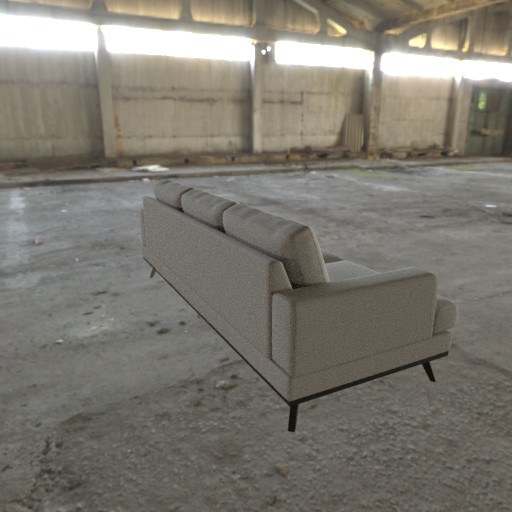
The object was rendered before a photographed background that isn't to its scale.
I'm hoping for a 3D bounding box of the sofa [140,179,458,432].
[{"bbox_3d":[0.000,0.000,2.790,0.920,0.810,2.310,-8,18,-26],"label":"sofa"}]
